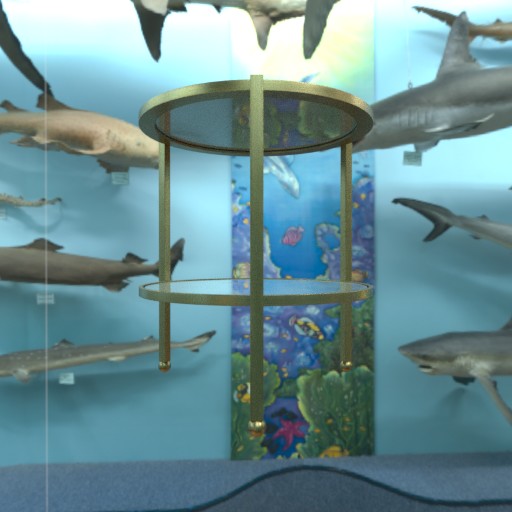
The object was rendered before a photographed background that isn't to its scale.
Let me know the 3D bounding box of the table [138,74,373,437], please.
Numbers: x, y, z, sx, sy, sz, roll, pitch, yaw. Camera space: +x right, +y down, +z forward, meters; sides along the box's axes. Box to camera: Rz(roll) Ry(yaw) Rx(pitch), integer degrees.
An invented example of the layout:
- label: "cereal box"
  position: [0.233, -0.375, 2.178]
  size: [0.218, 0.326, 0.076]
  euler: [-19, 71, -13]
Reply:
- label: "table"
  position: [0.000, 0.000, 0.446]
  size: [0.231, 0.269, 0.243]
  euler: [0, 0, 0]
